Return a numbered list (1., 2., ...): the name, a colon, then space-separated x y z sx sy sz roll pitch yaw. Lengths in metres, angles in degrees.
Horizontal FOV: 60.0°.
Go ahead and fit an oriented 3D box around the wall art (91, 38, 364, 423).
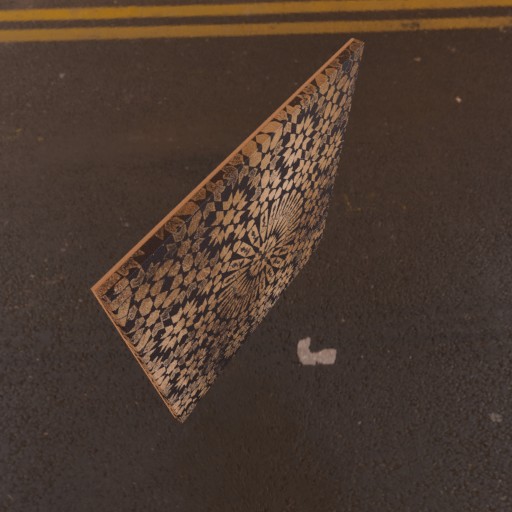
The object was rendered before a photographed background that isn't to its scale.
1. wall art: 0.000 0.000 1.329 0.038 0.914 0.914 31 62 18
